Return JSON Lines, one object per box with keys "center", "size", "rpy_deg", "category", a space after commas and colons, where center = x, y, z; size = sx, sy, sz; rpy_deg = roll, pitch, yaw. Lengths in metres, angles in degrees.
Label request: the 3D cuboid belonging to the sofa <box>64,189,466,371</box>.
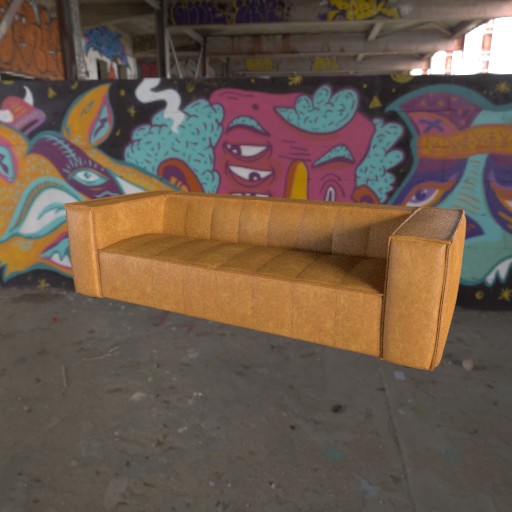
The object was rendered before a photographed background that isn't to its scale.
{"center": [0.000, 0.000, 3.083], "size": [2.581, 0.701, 1.102], "rpy_deg": [8, 17, 27], "category": "sofa"}
